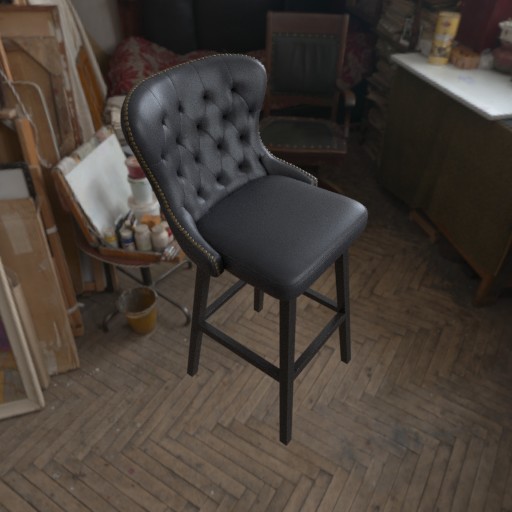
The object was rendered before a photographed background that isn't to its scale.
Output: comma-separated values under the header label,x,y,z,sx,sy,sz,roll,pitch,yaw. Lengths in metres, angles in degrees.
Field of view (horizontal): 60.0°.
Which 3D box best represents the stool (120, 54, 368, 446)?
label,x,y,z,sx,sy,sz,roll,pitch,yaw
stool,0.000,0.000,1.402,0.601,1.050,0.528,27,47,28
